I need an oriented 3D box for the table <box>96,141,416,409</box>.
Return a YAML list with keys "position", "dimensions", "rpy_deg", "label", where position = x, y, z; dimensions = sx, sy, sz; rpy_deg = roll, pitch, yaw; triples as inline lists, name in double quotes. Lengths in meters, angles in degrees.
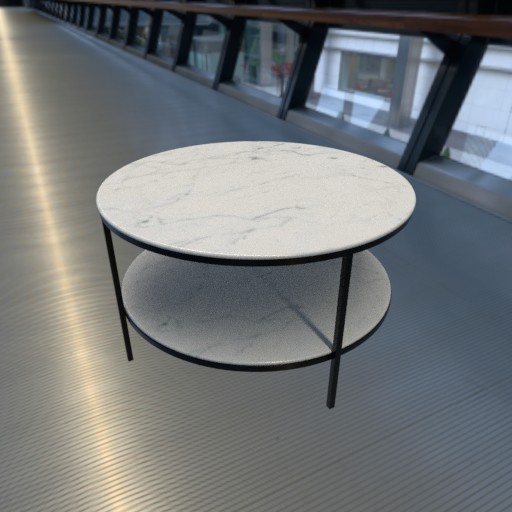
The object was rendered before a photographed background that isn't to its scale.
- position: [0.000, 0.000, 1.270]
  dimensions: [0.800, 0.450, 0.800]
  rpy_deg: [0, 29, 0]
  label: "table"
